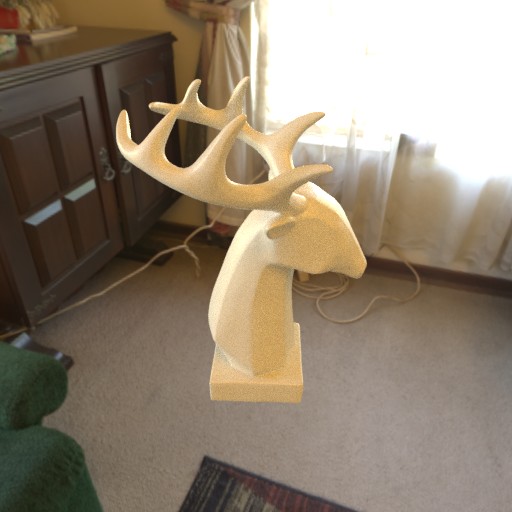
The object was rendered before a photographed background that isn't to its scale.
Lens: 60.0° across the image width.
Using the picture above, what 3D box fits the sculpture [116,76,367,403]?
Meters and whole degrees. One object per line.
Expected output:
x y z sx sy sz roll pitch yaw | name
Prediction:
0.000 0.000 0.455 0.224 0.329 0.174 1 33 2 | sculpture
